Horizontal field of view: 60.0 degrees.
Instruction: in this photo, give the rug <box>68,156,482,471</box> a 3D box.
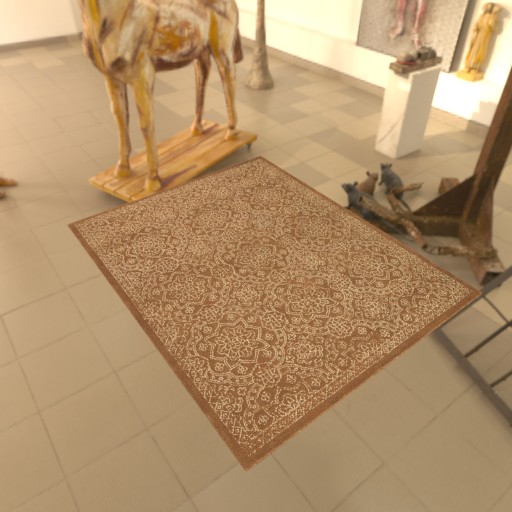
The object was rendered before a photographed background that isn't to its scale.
[{"bbox_3d":[0.000,0.000,4.069,2.441,0.015,3.050,-26,46,-27],"label":"rug"}]
